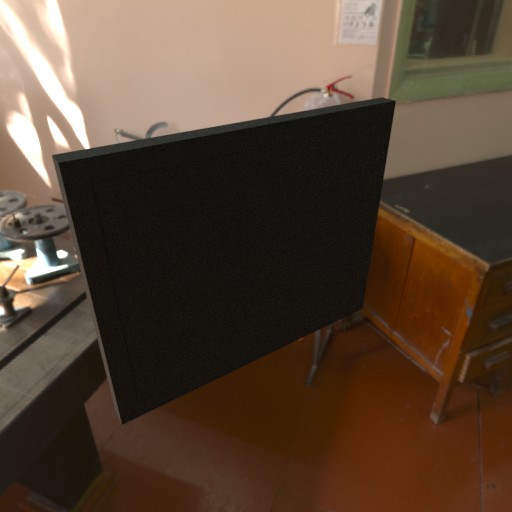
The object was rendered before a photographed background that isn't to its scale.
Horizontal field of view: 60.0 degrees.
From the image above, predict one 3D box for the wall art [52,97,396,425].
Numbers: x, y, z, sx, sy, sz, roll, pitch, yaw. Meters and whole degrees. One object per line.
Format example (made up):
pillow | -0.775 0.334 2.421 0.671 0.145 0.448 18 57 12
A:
wall art | 0.000 0.000 0.552 0.404 0.329 0.024 -19 37 -28
